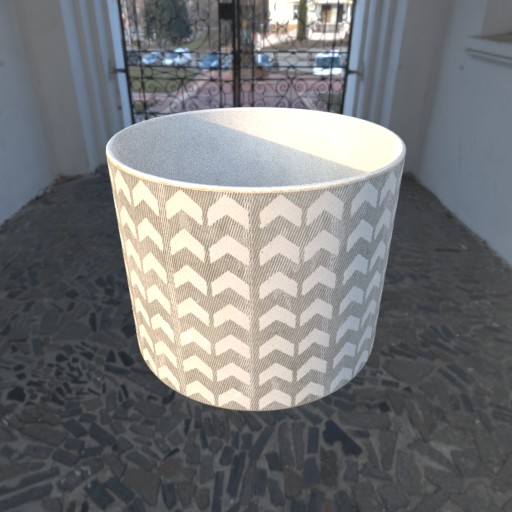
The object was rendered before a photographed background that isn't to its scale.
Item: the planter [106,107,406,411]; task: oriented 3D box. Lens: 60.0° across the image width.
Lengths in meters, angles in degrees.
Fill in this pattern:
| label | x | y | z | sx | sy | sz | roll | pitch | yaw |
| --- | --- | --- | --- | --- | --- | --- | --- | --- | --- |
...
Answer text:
| label | x | y | z | sx | sy | sz | roll | pitch | yaw |
| --- | --- | --- | --- | --- | --- | --- | --- | --- | --- |
| planter | 0.000 | 0.000 | 0.336 | 0.190 | 0.181 | 0.190 | 0 | 30 | 0 |
